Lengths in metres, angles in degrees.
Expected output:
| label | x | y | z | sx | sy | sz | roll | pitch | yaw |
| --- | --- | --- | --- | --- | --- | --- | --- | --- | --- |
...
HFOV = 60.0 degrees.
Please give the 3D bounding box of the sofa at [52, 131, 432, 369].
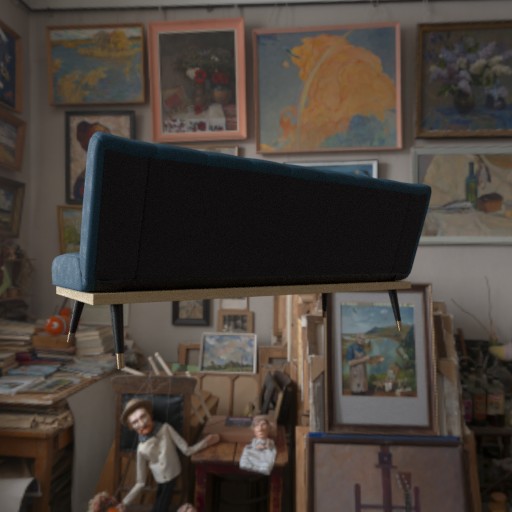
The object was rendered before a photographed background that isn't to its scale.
| label | x | y | z | sx | sy | sz | roll | pitch | yaw |
| --- | --- | --- | --- | --- | --- | --- | --- | --- | --- |
| sofa | 0.000 | 0.000 | 2.276 | 1.810 | 0.825 | 0.830 | 1 | -1 | -34 |
